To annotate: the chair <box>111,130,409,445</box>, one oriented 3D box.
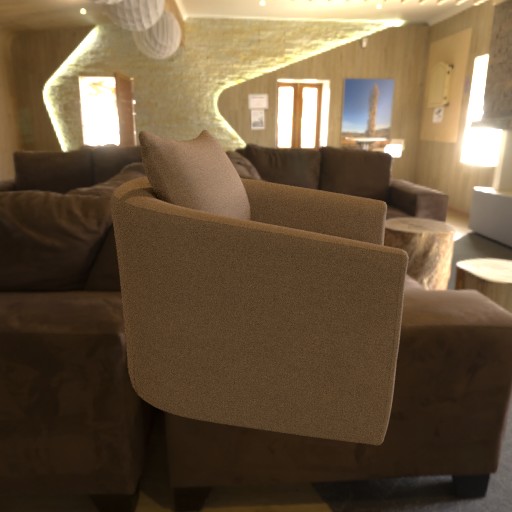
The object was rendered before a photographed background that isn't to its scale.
[{"bbox_3d":[0.000,0.000,1.547,0.910,0.848,0.845,3,16,12],"label":"chair"}]
